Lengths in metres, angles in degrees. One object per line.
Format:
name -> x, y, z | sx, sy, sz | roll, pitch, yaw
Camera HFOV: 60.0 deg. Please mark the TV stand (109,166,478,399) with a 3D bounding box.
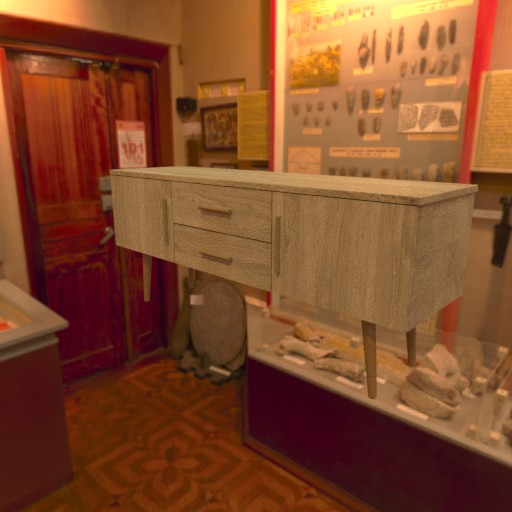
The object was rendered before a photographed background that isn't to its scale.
TV stand -> 0.000, 0.000, 1.585 | 1.313, 0.565, 0.401 | 13, 20, 42
